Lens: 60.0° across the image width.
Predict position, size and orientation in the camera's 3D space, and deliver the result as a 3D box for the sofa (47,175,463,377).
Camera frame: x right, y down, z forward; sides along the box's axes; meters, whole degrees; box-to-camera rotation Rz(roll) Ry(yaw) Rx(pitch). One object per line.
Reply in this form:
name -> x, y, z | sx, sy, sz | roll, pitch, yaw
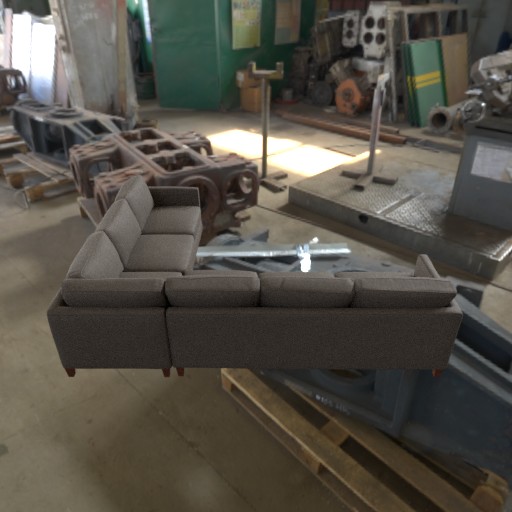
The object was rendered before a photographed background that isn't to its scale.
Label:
sofa -> 0.000, 0.000, 4.640 | 3.302, 0.947, 2.593 | 0, 31, 0
